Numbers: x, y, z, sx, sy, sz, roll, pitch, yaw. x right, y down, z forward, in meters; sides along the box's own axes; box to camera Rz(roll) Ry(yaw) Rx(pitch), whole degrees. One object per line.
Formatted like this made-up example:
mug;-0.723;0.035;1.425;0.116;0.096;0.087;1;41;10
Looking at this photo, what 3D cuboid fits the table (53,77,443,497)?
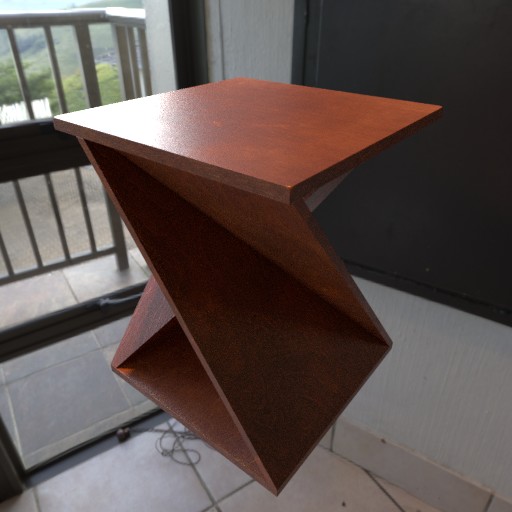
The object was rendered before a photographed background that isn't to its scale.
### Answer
table;0.000;0.000;0.816;0.427;0.520;0.427;23;38;32
